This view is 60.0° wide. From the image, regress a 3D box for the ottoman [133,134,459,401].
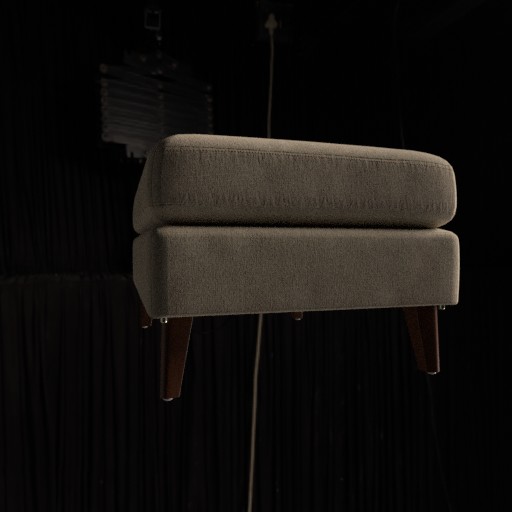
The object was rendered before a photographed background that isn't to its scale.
[{"bbox_3d":[0.000,0.000,1.178,0.610,0.478,0.823,0,1,-17],"label":"ottoman"}]
